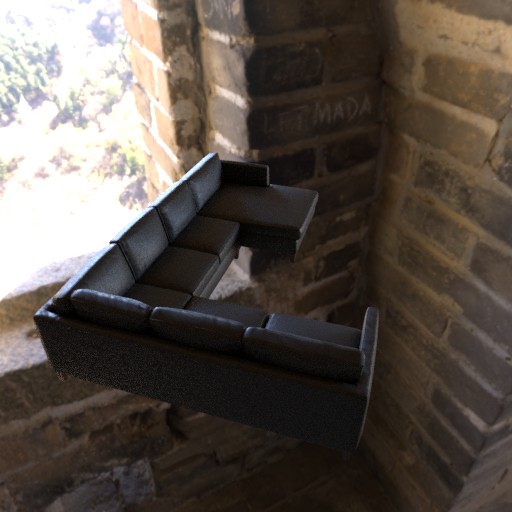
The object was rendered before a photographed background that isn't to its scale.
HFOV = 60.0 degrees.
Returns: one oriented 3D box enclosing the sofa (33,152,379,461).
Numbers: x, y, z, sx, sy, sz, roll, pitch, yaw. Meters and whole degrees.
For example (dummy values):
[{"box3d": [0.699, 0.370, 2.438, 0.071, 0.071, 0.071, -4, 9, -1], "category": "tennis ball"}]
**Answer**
[{"box3d": [0.000, 0.000, 4.591, 2.593, 0.923, 3.460, 10, 35, 14], "category": "sofa"}]
